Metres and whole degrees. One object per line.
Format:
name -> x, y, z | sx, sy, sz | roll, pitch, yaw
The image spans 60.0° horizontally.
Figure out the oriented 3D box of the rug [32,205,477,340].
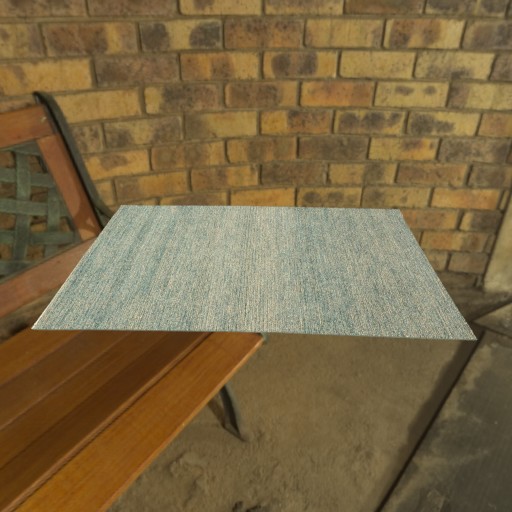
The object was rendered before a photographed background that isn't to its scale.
rug -> 0.000, 0.000, 5.239 | 4.078, 0.052, 2.802 | 1, 31, 2
